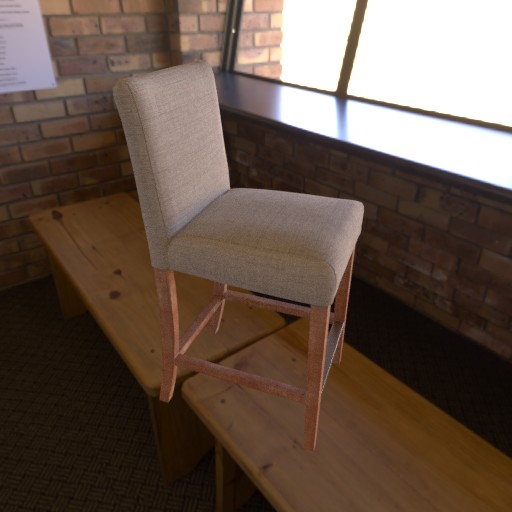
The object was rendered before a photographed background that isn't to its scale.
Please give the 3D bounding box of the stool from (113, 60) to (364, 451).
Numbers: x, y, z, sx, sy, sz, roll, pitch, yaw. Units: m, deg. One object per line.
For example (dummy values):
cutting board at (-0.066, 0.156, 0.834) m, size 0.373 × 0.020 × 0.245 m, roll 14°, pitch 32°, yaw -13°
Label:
stool at (0.000, 0.000, 1.346) m, size 0.567 × 1.039 × 0.454 m, roll 11°, pitch 32°, yaw 18°
